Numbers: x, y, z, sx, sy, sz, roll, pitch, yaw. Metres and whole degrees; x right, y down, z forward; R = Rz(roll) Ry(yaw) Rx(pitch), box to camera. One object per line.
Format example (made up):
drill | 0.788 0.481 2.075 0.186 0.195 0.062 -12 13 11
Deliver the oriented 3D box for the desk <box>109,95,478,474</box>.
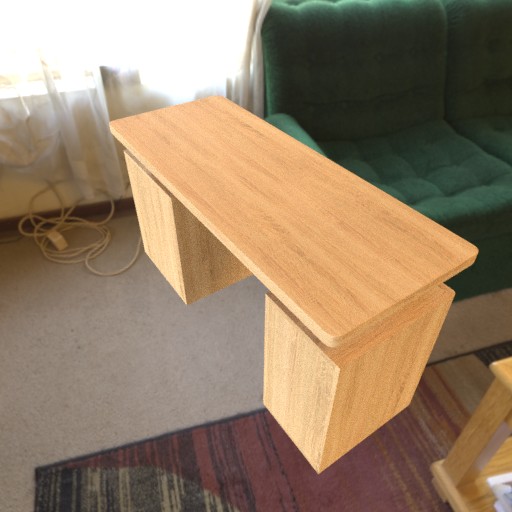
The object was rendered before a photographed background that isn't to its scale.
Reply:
desk | 0.000 0.000 1.786 0.550 0.760 1.400 -24 46 -26
